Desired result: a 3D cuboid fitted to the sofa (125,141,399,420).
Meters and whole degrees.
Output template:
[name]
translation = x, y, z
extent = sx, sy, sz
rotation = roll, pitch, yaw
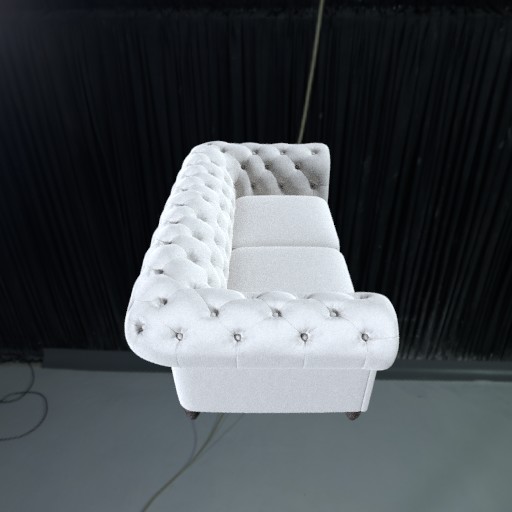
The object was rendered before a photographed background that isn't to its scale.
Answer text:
[sofa]
translation = 0.000, 0.000, 2.461
extent = 0.986, 0.764, 1.998
rotation = 0, 32, 0
